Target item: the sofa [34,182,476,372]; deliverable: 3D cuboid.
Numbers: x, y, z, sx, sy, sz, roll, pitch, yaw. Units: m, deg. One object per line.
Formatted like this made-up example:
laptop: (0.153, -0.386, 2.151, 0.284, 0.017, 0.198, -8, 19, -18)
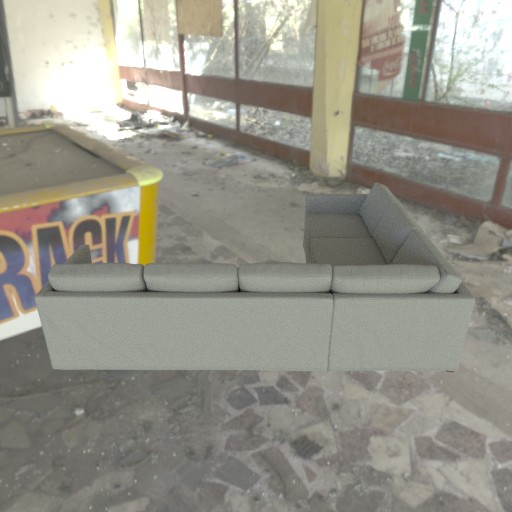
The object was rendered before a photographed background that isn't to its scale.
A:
sofa: (0.000, 0.000, 4.354, 3.182, 0.871, 2.432, 0, 26, 1)
